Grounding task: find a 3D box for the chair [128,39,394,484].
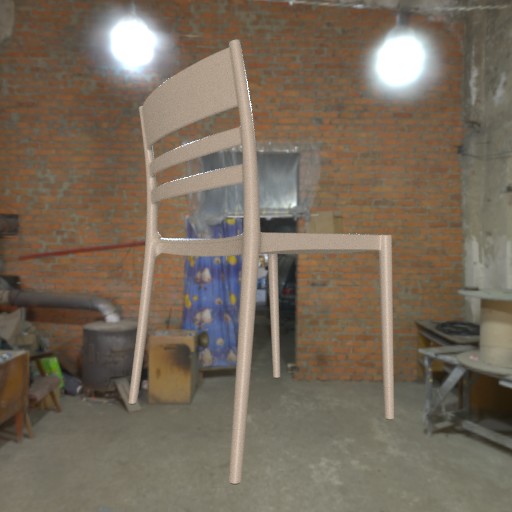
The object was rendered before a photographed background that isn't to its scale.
[{"bbox_3d":[0.000,0.000,1.126,0.511,0.800,0.531,0,1,-36],"label":"chair"}]
